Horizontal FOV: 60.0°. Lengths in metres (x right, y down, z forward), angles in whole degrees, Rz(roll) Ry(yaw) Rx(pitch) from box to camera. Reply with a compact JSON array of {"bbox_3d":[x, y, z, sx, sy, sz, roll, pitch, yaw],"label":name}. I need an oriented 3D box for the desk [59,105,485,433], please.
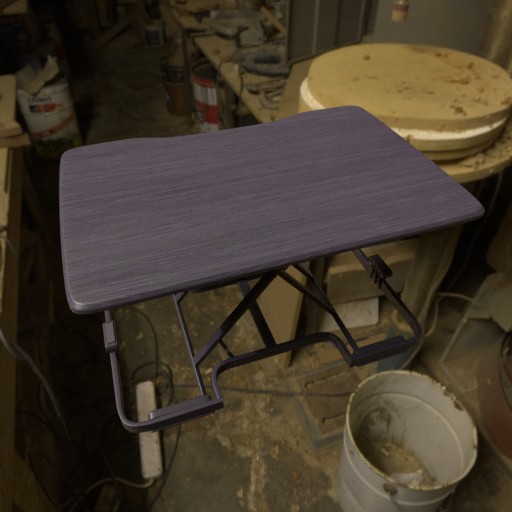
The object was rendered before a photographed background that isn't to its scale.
[{"bbox_3d":[0.000,0.000,1.126,0.820,0.470,0.546,-13,44,-14],"label":"desk"}]
